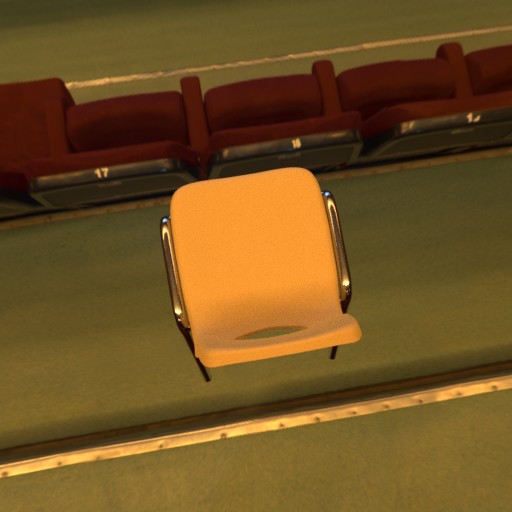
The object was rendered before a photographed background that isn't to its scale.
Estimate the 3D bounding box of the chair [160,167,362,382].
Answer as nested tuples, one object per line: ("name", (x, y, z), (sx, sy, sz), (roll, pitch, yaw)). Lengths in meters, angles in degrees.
("chair", (0.000, 0.000, 0.844), (0.354, 0.586, 0.423), (-9, 75, -3))
